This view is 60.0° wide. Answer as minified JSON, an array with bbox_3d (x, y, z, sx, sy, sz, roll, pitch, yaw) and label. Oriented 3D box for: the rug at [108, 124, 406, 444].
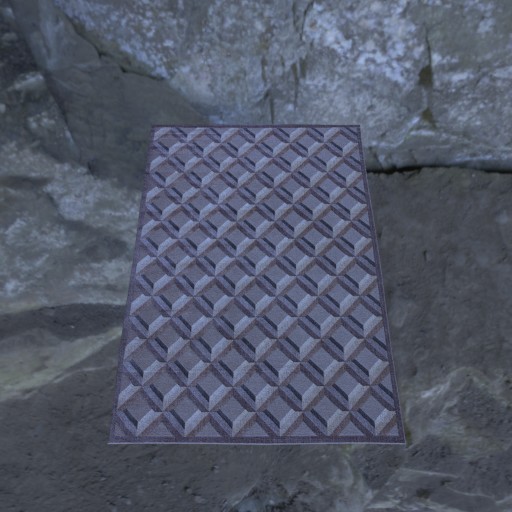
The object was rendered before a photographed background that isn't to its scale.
[{"bbox_3d":[0.000,0.000,2.880,1.600,0.013,2.260,0,63,0],"label":"rug"}]
